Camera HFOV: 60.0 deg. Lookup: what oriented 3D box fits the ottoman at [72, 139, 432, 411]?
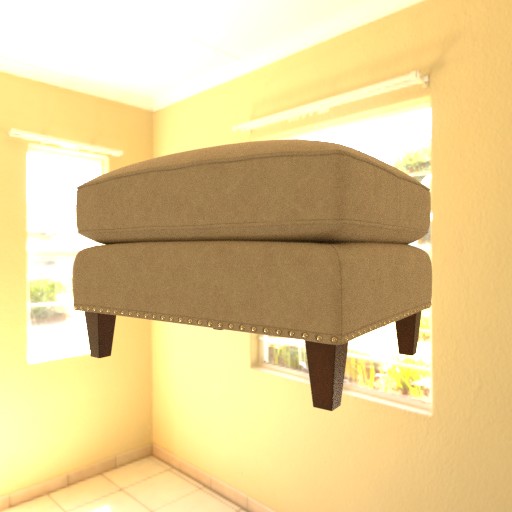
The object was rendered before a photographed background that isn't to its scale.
[{"bbox_3d":[0.000,0.000,1.143,0.741,0.513,0.584,1,1,35],"label":"ottoman"}]
